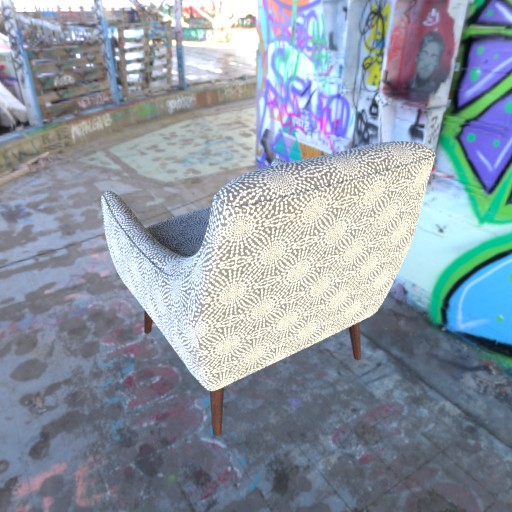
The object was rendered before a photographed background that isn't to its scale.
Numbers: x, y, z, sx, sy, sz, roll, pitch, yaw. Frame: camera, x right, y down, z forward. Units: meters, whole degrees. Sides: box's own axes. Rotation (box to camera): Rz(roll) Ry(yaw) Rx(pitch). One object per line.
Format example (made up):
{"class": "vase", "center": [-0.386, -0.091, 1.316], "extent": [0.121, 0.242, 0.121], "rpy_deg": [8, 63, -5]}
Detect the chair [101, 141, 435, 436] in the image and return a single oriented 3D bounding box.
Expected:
{"class": "chair", "center": [0.000, 0.000, 1.451], "extent": [0.762, 0.838, 0.787], "rpy_deg": [-18, 35, -28]}
